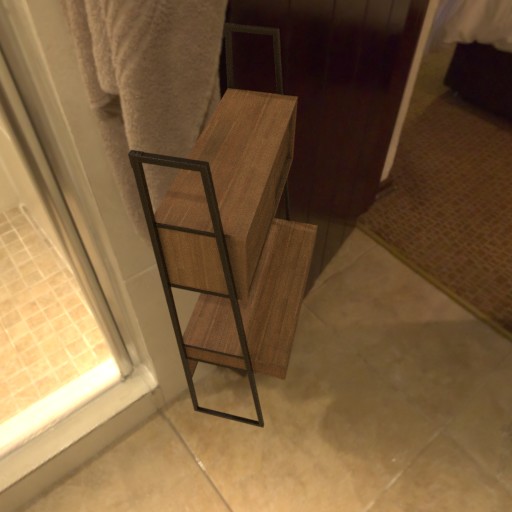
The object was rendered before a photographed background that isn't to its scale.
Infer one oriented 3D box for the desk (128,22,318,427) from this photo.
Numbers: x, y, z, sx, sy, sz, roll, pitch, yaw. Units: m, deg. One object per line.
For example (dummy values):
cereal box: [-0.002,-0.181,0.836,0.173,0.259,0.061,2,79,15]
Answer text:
desk: [0.000,0.000,2.215,0.515,1.809,0.982,10,49,9]
